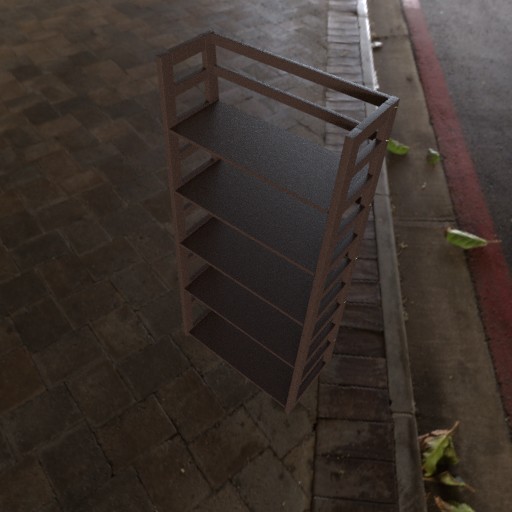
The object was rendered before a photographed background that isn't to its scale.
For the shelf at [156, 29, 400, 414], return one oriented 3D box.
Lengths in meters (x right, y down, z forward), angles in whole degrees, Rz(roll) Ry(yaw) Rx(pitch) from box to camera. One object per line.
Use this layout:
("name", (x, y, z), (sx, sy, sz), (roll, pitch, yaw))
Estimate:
("shelf", (0.000, 0.000, 1.955), (0.763, 1.600, 0.403), (32, 56, 24))
